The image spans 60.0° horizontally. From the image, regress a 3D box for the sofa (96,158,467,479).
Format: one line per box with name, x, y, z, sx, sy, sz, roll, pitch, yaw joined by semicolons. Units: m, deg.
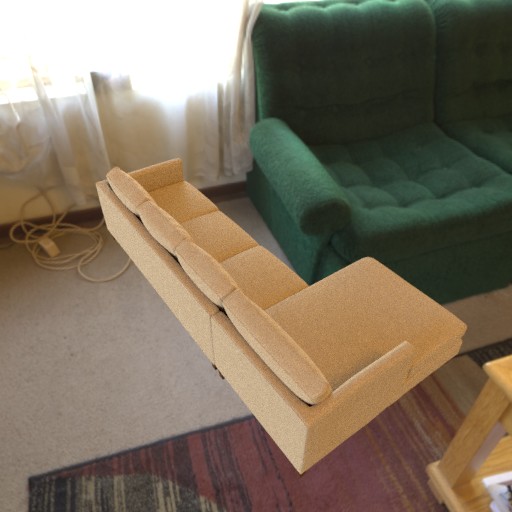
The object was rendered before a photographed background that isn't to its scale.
sofa;0.000;0.000;3.896;1.625;0.846;3.186;-25;46;-27
